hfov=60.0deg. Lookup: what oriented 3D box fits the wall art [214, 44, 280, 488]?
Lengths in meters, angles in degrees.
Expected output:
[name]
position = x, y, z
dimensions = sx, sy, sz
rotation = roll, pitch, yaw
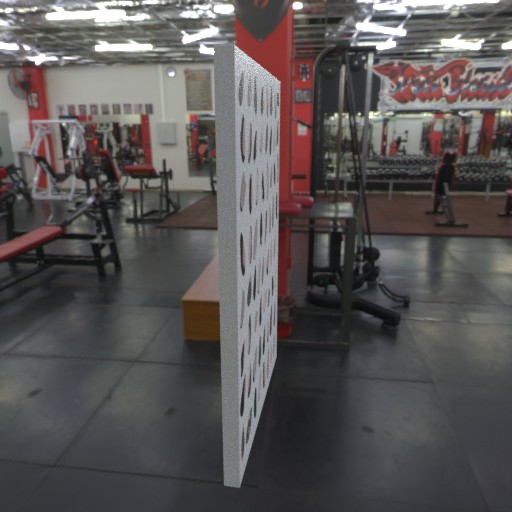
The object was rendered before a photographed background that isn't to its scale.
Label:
[wall art]
position = 0.000, 0.000, 1.165
dimensions = 0.037, 0.916, 0.610
rotation = 3, 16, 10
